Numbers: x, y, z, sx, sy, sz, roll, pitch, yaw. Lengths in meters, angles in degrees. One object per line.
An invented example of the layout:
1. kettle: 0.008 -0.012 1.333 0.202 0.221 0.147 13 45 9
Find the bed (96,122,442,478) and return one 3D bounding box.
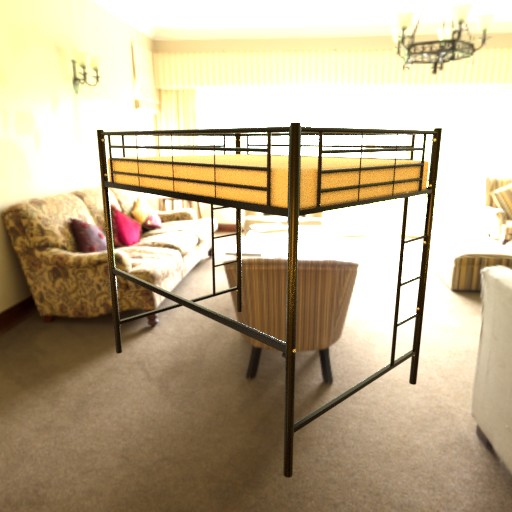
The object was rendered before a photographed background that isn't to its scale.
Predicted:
1. bed: 0.000 0.000 3.268 1.397 1.803 1.994 -13 20 -41
